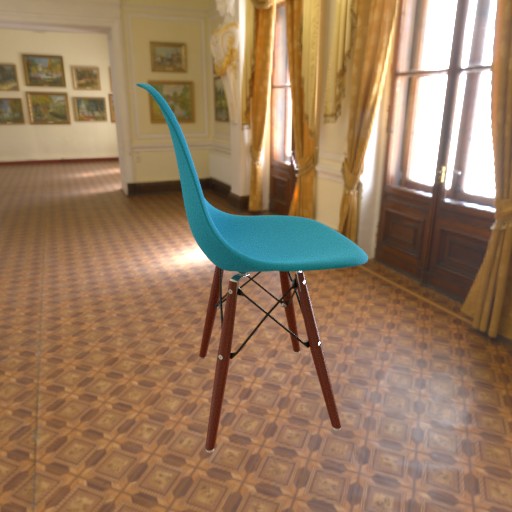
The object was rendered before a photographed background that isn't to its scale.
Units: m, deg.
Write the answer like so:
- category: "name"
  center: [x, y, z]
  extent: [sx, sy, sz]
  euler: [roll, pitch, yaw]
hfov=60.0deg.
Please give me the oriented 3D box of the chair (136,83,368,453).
- category: "chair"
  center: [0.000, 0.000, 1.147]
  extent: [0.533, 0.826, 0.470]
  euler: [-3, 19, -10]
